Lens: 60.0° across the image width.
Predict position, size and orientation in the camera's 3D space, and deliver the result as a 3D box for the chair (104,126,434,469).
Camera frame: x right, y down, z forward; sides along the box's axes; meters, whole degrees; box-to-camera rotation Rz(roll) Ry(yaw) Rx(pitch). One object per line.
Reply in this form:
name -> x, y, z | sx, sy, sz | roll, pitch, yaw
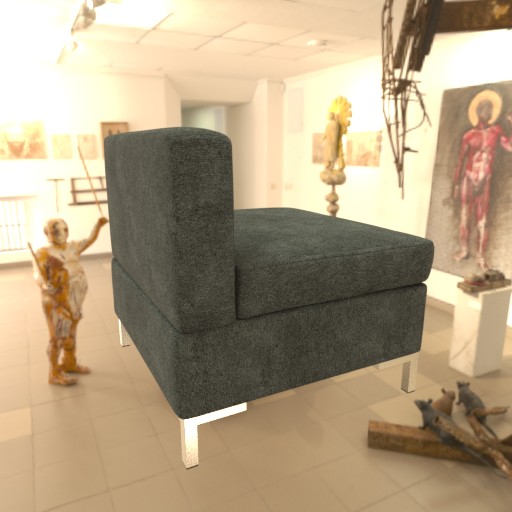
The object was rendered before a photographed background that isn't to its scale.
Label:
chair -> 0.000, 0.000, 1.219 | 0.680, 0.660, 0.680 | -7, 16, -27
